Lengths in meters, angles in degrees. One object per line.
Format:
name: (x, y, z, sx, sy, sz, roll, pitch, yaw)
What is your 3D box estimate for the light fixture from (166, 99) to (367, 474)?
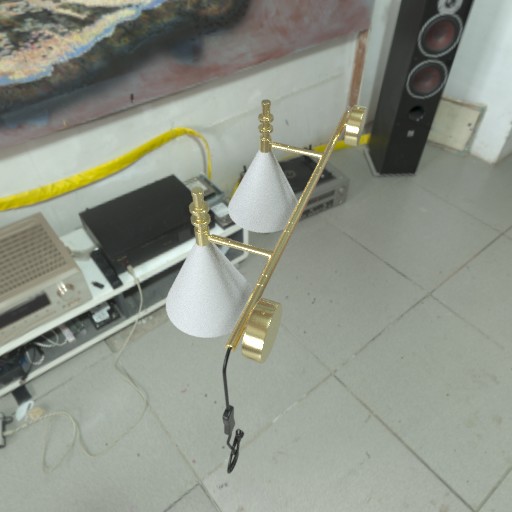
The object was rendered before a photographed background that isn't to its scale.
light fixture: (0.000, 0.000, 0.851, 0.239, 0.468, 0.642, 16, 48, 15)
